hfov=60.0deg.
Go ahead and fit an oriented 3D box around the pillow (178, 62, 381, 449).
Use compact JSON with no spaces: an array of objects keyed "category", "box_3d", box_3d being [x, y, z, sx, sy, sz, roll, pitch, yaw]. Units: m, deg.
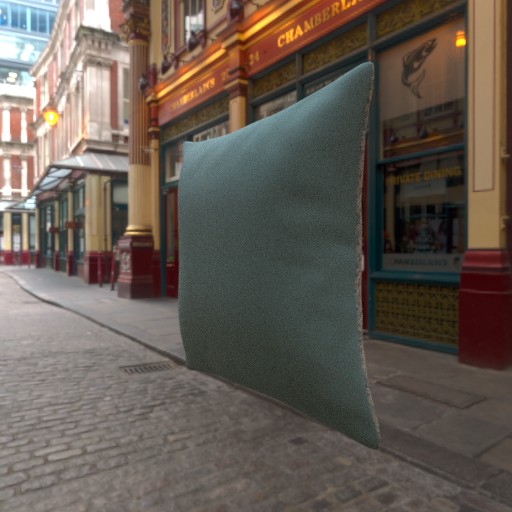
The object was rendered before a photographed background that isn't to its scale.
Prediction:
[{"category":"pillow","box_3d":[0.000,0.000,0.784,0.166,0.507,0.526,0,0,-36]}]
